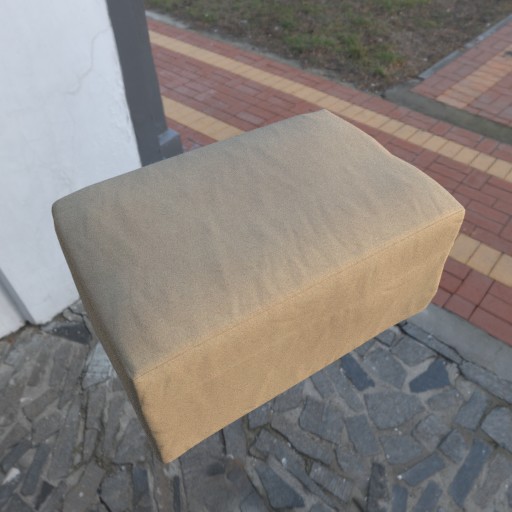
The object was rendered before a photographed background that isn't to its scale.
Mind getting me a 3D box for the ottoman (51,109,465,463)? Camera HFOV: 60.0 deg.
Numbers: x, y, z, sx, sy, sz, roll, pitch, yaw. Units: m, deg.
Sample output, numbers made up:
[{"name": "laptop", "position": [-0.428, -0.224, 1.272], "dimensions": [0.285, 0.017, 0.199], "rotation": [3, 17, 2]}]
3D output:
[{"name": "ottoman", "position": [0.000, 0.000, 1.168], "dimensions": [0.872, 0.444, 0.590], "rotation": [-25, 52, -21]}]
